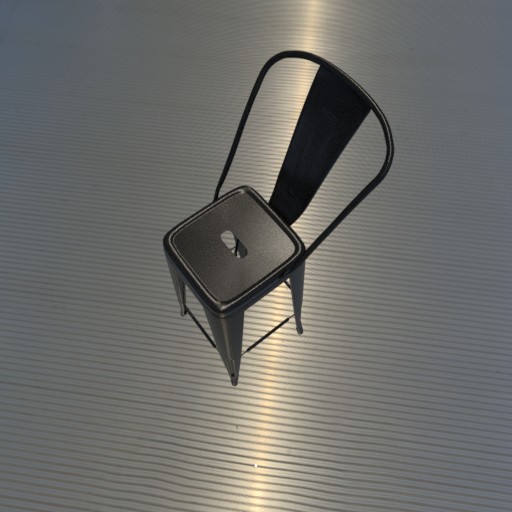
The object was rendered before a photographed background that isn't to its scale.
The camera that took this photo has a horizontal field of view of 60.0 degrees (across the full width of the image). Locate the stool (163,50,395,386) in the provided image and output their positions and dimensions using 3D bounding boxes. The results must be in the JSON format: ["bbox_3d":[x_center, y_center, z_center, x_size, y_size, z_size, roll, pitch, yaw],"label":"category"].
[{"bbox_3d":[0.000,0.000,1.357,0.513,1.096,0.399,-35,70,-15],"label":"stool"}]
